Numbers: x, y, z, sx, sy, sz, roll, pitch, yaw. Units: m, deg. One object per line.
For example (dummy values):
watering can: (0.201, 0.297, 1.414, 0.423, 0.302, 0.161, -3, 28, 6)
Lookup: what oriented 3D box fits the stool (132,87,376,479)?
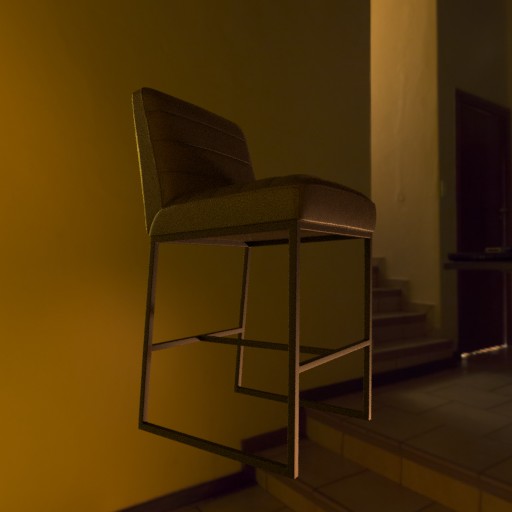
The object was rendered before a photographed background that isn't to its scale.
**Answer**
stool: (0.000, 0.000, 1.249, 0.552, 0.938, 0.457, -1, -1, 35)
